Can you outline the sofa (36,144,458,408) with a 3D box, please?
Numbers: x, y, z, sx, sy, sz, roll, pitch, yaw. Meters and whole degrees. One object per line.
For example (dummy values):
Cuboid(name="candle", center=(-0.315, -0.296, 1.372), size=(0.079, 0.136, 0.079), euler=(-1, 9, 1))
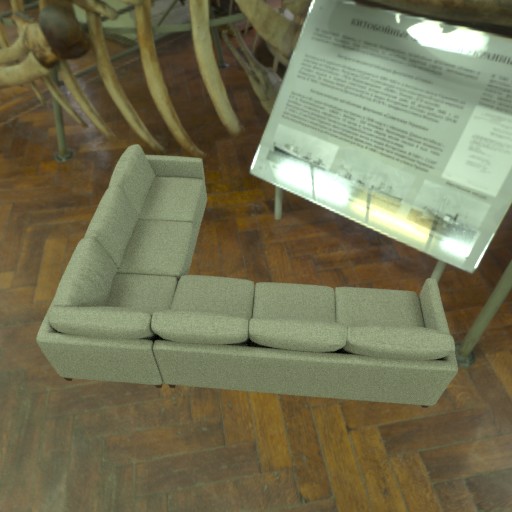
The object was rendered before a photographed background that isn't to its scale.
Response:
Cuboid(name="sofa", center=(0.000, 0.000, 4.412), size=(3.302, 0.947, 2.593), euler=(3, 47, 3))
